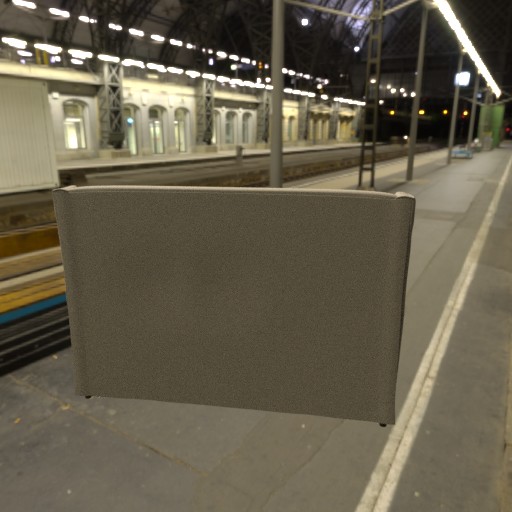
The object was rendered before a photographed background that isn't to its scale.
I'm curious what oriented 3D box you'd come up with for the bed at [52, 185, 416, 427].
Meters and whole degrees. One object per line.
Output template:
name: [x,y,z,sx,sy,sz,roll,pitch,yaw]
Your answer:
bed: [0.000,0.000,3.500,1.925,1.332,2.276,2,16,9]
